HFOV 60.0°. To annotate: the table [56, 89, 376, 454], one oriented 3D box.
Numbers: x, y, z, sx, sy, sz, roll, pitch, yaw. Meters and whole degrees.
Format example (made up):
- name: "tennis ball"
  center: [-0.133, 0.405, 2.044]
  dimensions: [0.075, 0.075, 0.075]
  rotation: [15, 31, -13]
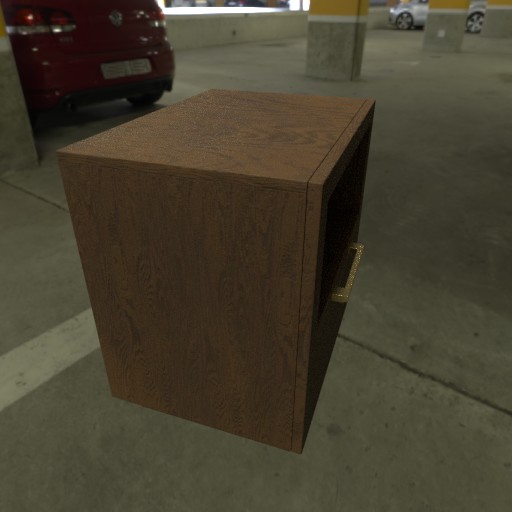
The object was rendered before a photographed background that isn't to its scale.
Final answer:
- name: "table"
  center: [0.000, 0.000, 0.973]
  dimensions: [0.439, 0.585, 0.560]
  rotation: [10, 32, 17]
